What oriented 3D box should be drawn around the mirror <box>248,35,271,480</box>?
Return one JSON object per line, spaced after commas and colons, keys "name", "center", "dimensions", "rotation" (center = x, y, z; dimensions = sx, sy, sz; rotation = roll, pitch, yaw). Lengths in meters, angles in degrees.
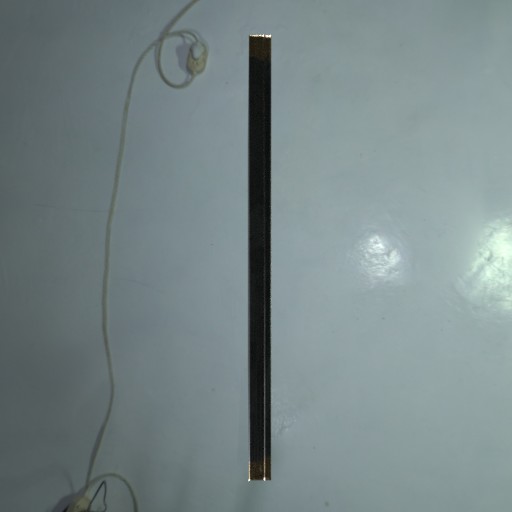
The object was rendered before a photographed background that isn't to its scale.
{"name": "mirror", "center": [0.000, 0.000, 0.569], "dimensions": [0.020, 0.381, 0.382], "rotation": [0, 91, -1]}
